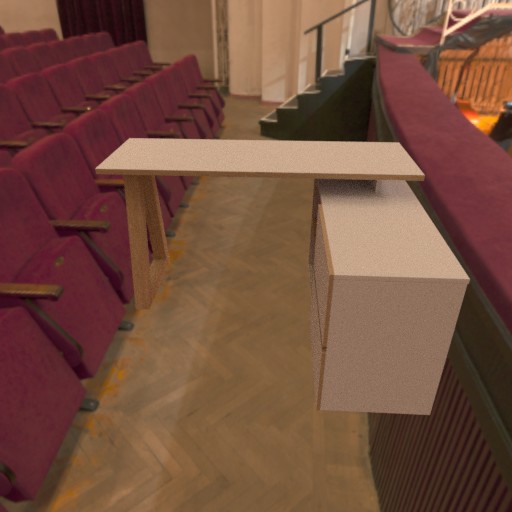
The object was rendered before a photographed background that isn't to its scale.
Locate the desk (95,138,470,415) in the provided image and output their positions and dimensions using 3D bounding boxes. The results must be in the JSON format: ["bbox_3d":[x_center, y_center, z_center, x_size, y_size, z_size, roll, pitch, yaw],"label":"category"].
[{"bbox_3d":[0.000,0.000,2.018,1.404,0.755,1.098,2,30,3],"label":"desk"}]
